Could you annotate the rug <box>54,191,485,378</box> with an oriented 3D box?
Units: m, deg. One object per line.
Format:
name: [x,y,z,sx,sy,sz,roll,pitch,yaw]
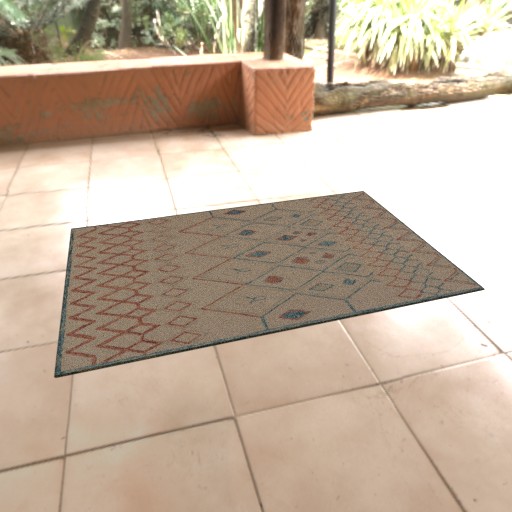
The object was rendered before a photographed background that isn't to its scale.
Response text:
rug: [0.000,0.000,2.998,2.438,0.015,1.524,-9,33,-14]
